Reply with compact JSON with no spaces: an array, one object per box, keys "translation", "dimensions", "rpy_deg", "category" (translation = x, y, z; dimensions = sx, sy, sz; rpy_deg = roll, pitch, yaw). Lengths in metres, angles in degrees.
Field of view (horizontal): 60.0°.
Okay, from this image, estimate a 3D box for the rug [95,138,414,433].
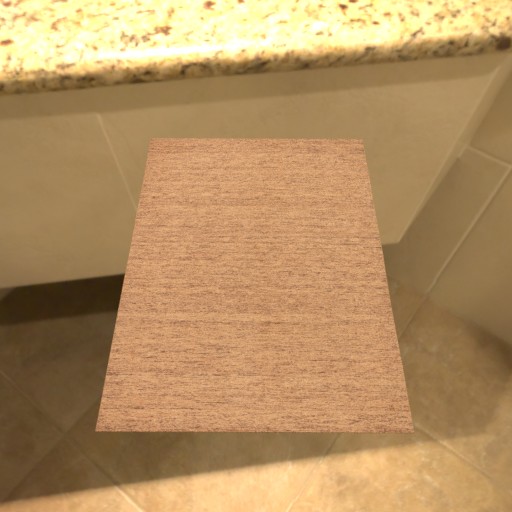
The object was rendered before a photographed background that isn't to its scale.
[{"translation":[0.000,0.000,4.256],"dimensions":[2.448,0.013,3.205],"rpy_deg":[0,57,0],"category":"rug"}]
